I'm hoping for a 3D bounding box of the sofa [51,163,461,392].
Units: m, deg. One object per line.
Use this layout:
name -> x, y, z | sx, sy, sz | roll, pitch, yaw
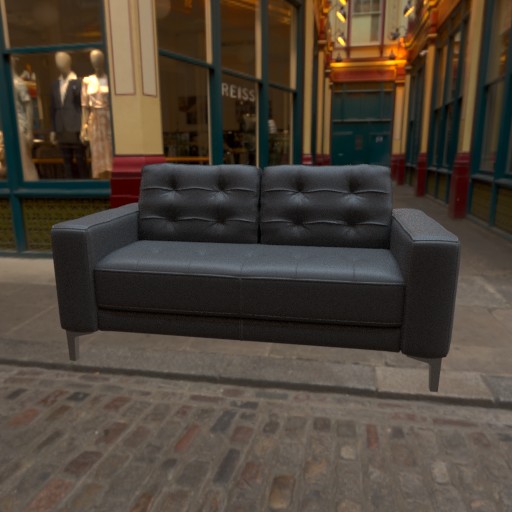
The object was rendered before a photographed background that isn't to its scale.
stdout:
sofa -> 0.000, 0.000, 2.213 | 1.726, 0.893, 0.833 | 2, 14, 9
